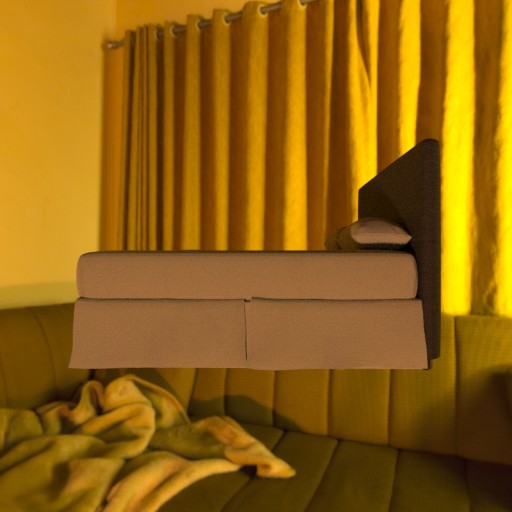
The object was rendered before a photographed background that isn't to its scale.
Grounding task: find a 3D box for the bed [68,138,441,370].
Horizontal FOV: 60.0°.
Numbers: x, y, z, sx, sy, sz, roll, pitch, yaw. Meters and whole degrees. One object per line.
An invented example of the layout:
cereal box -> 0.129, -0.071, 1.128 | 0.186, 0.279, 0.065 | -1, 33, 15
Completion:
bed -> 0.000, 0.000, 3.401 | 2.142, 1.330, 1.884 | 0, 0, 2
